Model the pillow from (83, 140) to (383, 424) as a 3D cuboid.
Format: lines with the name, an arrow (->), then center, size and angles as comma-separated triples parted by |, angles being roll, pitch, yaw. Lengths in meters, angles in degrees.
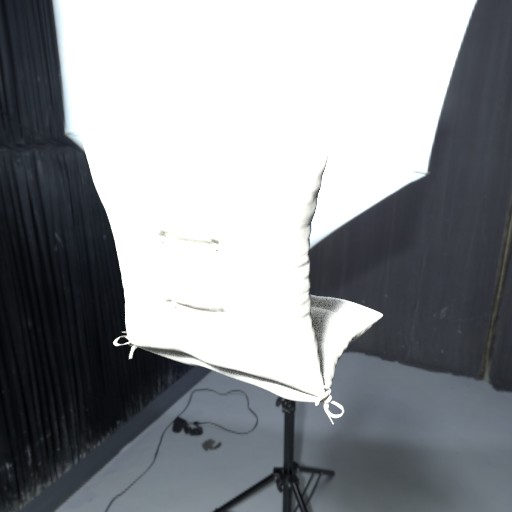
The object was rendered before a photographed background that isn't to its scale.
pillow -> 0.000, 0.000, 1.040 | 0.541, 0.536, 0.585 | 9, 19, 26
